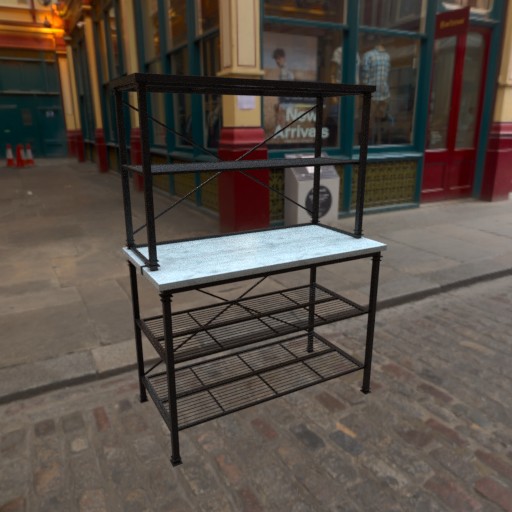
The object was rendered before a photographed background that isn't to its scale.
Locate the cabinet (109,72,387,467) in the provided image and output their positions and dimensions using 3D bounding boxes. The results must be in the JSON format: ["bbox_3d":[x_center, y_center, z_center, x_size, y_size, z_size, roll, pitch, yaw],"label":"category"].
[{"bbox_3d":[0.000,0.000,2.270,1.210,1.659,0.610,-9,19,-28],"label":"cabinet"}]
